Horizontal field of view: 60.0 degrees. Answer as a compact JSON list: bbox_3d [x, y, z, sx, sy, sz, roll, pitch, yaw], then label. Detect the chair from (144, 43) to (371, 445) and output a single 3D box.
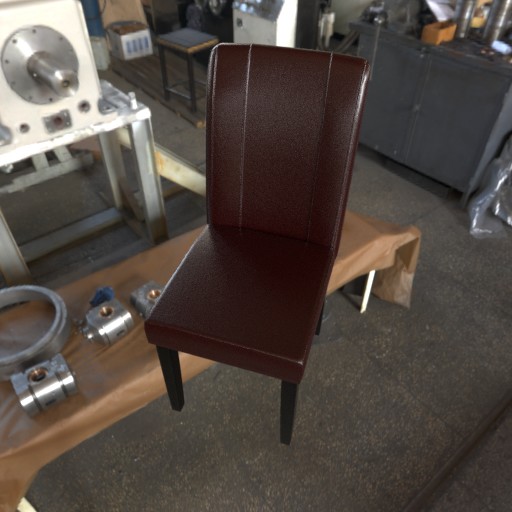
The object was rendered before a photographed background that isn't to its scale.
[{"bbox_3d":[0.000,0.000,1.174,0.399,0.897,0.556,12,43,13],"label":"chair"}]
